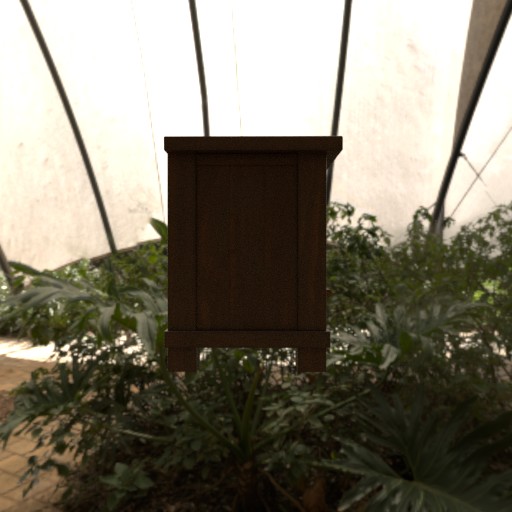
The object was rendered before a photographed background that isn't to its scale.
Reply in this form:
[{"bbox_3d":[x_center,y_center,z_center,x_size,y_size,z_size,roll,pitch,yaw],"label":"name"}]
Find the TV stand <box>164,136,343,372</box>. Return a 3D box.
[{"bbox_3d":[0.000,0.000,2.068,0.471,0.615,1.866,0,0,0],"label":"TV stand"}]
